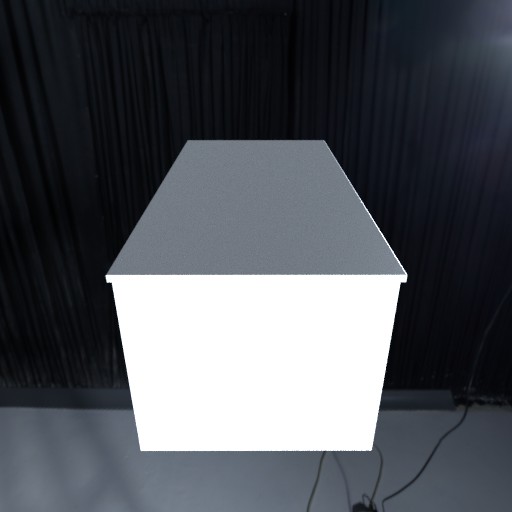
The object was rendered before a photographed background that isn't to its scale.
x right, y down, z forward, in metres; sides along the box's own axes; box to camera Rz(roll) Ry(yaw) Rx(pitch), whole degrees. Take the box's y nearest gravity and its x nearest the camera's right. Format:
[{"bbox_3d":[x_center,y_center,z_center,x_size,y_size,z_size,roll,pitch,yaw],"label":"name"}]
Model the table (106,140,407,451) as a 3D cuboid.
[{"bbox_3d":[0.000,0.000,1.279,0.500,0.441,1.000,0,27,0],"label":"table"}]
